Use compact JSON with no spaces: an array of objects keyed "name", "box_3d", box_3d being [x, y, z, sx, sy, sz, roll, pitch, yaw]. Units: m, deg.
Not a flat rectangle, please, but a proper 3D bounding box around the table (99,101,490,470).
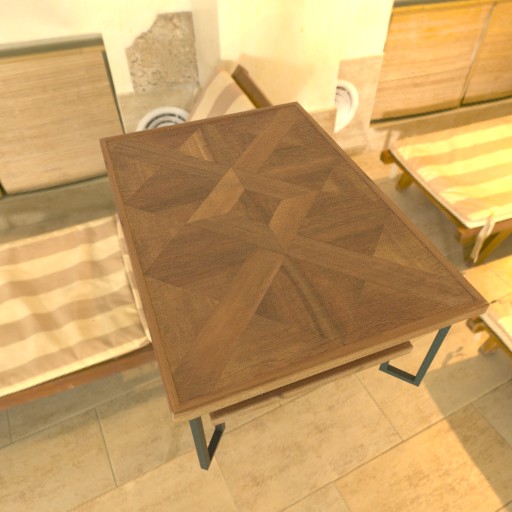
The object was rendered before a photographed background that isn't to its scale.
[{"name":"table","box_3d":[0.000,0.000,1.661,0.877,0.492,1.238,-16,48,-15]}]
